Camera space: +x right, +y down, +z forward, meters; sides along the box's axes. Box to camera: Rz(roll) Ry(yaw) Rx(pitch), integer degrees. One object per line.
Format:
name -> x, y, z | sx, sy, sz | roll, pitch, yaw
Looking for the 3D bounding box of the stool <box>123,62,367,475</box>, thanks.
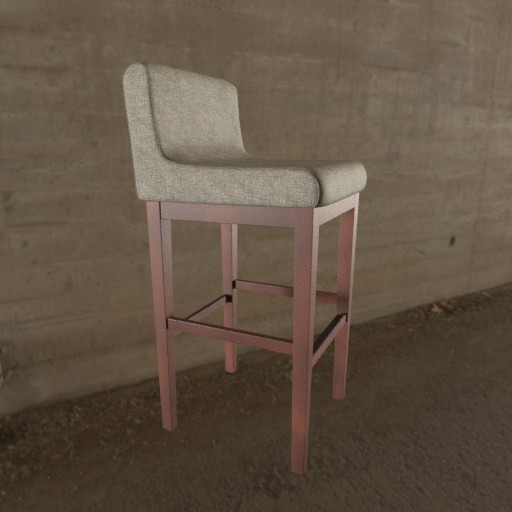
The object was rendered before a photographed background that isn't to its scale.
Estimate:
stool -> 0.000, 0.000, 1.213 | 0.499, 0.965, 0.426 | 7, 16, 25
